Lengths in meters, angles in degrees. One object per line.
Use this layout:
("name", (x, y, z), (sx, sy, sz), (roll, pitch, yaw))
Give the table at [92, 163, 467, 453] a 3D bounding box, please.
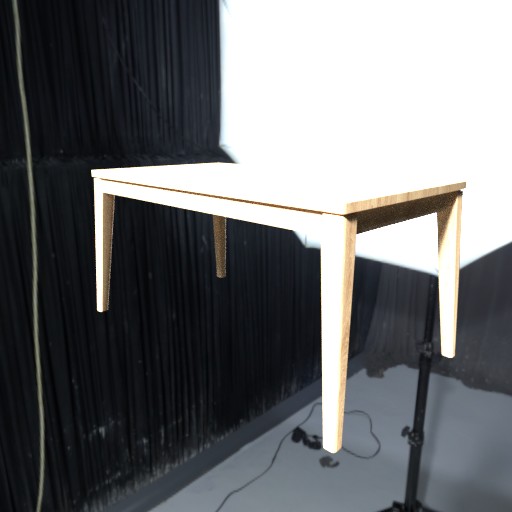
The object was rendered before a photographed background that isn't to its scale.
("table", (0.000, 0.000, 2.100), (0.900, 0.760, 1.600), (-15, 21, -42))
